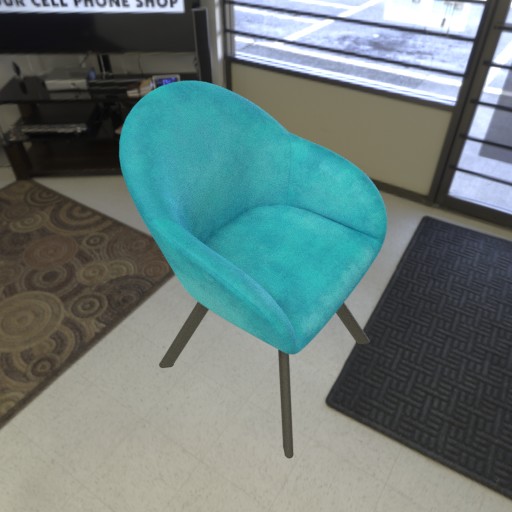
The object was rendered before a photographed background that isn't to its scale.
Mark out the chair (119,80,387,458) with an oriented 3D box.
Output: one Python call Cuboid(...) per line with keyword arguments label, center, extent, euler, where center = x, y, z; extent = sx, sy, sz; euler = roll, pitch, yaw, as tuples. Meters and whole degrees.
Cuboid(label="chair", center=(0.000, 0.000, 1.197), extent=(0.590, 0.795, 0.550), euler=(26, 48, 26))
